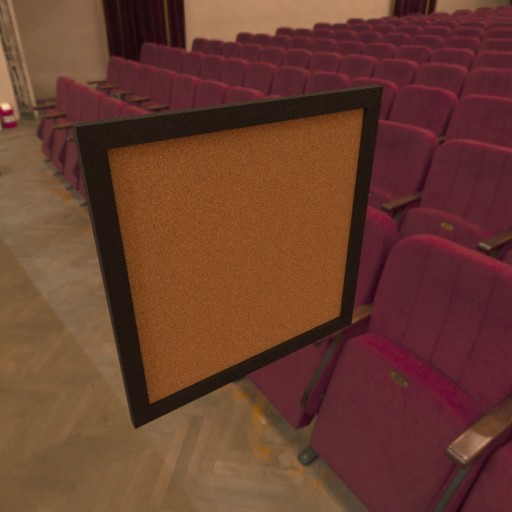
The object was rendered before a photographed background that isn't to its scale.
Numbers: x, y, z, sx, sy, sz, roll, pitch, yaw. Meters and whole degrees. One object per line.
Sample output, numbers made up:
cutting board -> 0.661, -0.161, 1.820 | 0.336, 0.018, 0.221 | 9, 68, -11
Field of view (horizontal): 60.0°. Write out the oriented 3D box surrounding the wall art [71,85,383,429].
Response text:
wall art -> 0.000, 0.000, 1.517 | 1.016, 1.016, 0.038 | -18, 34, -29
